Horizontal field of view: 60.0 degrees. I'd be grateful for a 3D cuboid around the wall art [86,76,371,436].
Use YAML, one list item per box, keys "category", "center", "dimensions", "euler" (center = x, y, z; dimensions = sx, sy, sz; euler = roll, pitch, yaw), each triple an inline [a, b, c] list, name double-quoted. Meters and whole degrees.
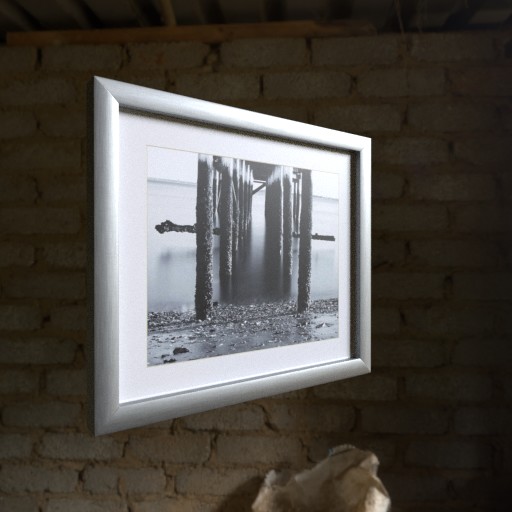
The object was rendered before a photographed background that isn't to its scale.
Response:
- category: "wall art"
  center: [0.000, 0.000, 0.525]
  dimensions: [0.380, 0.330, 0.028]
  euler: [0, 0, -35]
